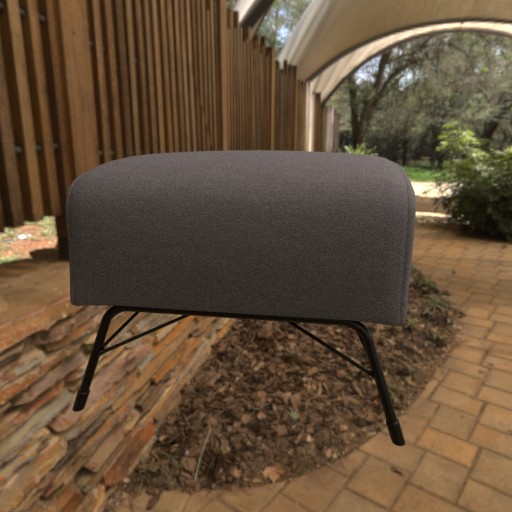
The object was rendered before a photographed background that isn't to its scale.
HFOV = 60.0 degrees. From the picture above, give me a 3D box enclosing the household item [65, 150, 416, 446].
[{"bbox_3d":[0.000,0.000,0.884,0.530,0.410,0.530,2,15,9],"label":"household item"}]
